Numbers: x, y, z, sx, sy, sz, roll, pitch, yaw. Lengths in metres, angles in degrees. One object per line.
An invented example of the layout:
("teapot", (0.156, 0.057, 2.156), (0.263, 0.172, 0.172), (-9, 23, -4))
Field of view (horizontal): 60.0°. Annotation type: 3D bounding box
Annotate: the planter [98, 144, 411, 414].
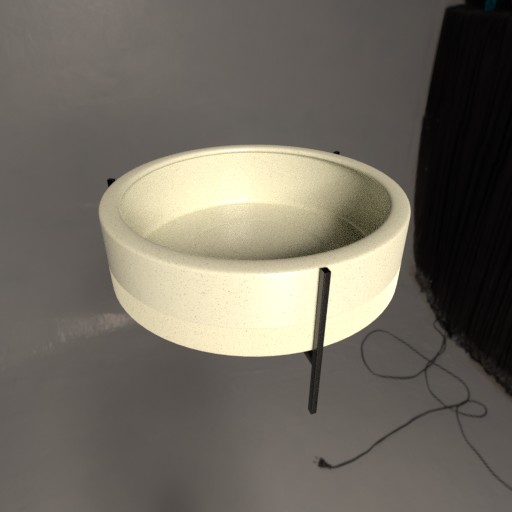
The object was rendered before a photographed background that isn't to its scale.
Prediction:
("planter", (0.000, 0.000, 0.536), (0.336, 0.171, 0.345), (-10, 33, -17))
